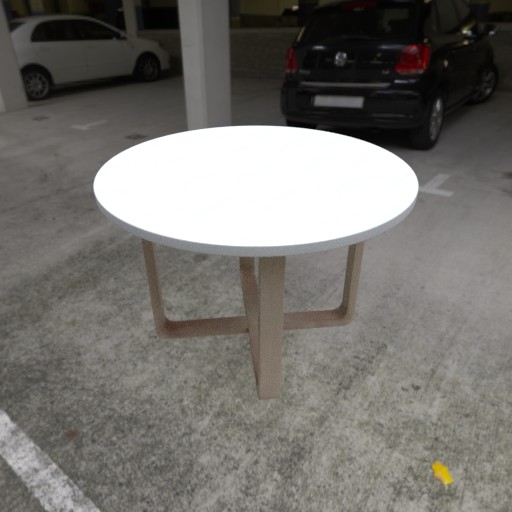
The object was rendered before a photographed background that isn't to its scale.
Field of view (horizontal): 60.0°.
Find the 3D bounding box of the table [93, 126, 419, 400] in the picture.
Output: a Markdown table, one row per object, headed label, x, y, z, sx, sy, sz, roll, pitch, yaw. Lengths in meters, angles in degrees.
| label | x | y | z | sx | sy | sz | roll | pitch | yaw |
| --- | --- | --- | --- | --- | --- | --- | --- | --- | --- |
| table | 0.000 | 0.000 | 0.960 | 0.600 | 0.400 | 0.600 | 0 | 31 | 0 |
